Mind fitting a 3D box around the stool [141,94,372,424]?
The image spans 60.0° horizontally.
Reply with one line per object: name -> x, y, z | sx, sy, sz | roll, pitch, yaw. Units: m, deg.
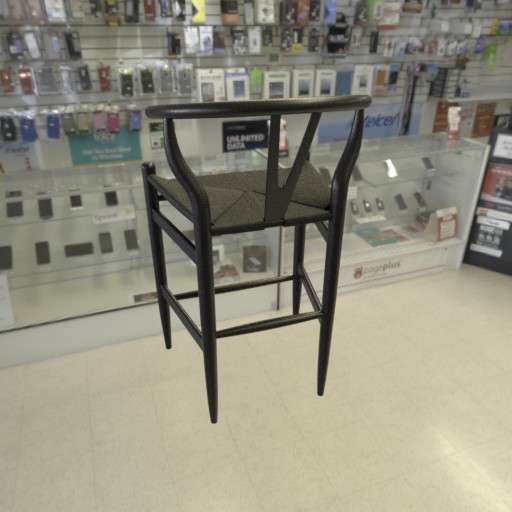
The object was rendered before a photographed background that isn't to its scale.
stool -> 0.000, 0.000, 1.326 | 0.569, 0.970, 0.579 | -9, 29, -16
